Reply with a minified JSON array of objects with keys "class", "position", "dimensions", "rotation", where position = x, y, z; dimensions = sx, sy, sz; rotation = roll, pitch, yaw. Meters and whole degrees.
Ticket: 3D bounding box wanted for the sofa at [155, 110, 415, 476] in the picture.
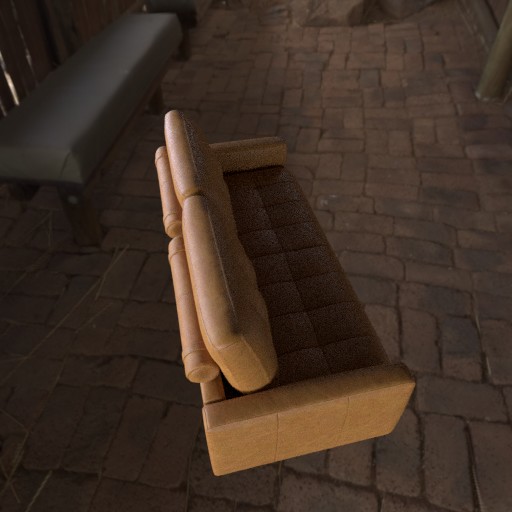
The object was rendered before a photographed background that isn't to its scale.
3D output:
[{"class":"sofa","position":[0.000,0.000,2.247],"dimensions":[0.850,0.898,1.821],"rotation":[-10,46,-9]}]
